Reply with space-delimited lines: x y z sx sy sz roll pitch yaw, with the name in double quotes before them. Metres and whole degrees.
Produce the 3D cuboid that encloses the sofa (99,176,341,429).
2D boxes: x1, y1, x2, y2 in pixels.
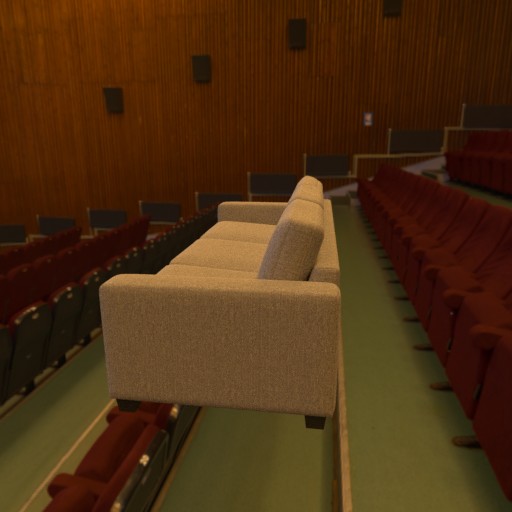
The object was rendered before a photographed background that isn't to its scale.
"sofa" 0.000 0.000 2.624 0.900 0.800 2.120 2 15 8
